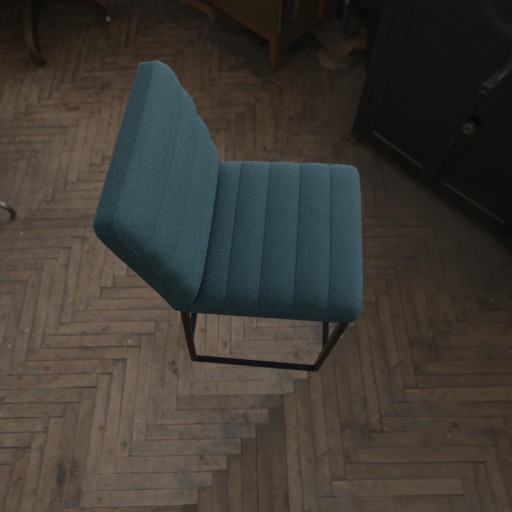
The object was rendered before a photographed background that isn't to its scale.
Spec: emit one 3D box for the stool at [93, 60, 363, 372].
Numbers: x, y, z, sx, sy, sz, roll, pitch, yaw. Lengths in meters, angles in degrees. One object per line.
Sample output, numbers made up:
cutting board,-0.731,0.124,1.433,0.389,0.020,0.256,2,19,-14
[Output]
stool,0.000,0.000,1.338,0.560,1.040,0.460,4,64,2
